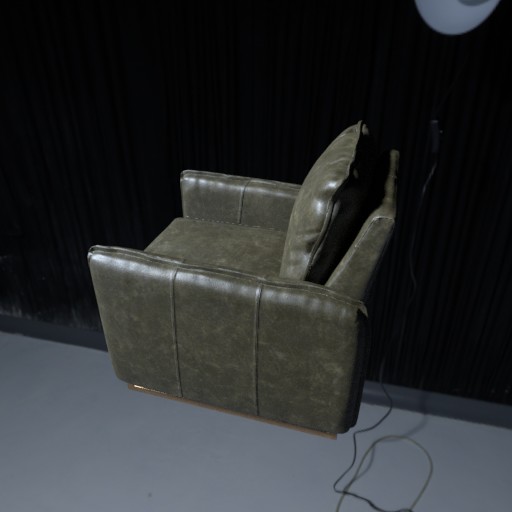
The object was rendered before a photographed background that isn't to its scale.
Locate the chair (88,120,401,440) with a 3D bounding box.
[{"bbox_3d":[0.000,0.000,1.651,0.921,0.921,0.830,9,32,14],"label":"chair"}]
